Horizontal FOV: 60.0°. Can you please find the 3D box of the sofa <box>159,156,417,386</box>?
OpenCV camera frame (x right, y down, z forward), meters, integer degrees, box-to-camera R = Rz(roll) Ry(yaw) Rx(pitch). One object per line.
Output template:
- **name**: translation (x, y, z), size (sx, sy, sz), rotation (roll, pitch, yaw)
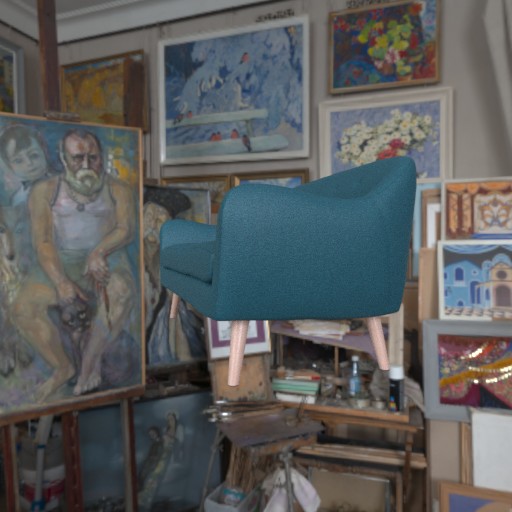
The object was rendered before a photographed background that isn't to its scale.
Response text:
- **sofa**: translation (0.000, 0.000, 2.294), size (0.820, 0.836, 1.840), rotation (0, 1, -18)
